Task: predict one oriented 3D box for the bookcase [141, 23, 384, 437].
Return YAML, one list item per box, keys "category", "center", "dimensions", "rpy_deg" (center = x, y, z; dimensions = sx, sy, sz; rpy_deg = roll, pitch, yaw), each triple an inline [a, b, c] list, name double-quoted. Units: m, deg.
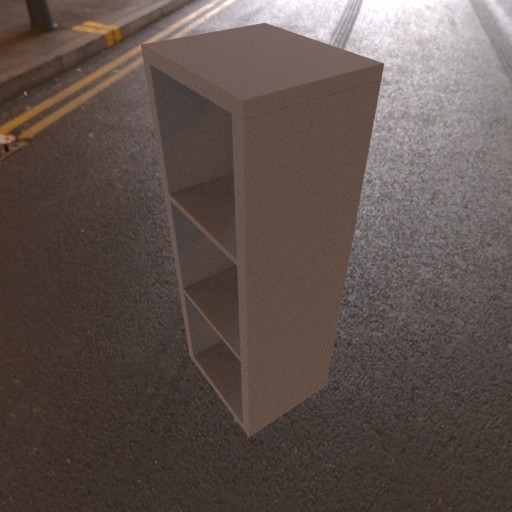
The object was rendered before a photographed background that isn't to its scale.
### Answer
- category: "bookcase"
  center: [0.000, 0.000, 1.250]
  dimensions: [0.330, 1.080, 0.390]
  rpy_deg: [-25, 46, -26]
